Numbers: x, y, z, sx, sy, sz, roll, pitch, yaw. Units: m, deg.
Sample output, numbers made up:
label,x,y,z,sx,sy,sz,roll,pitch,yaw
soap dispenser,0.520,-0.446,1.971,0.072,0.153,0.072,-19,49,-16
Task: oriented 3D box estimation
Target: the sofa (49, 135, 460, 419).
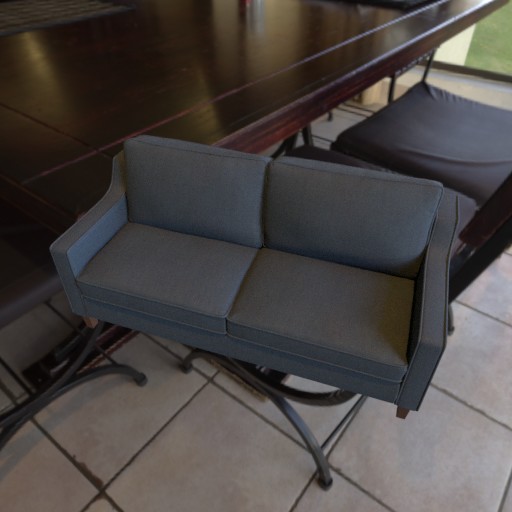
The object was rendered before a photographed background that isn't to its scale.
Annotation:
label,x,y,z,sx,sy,sz,roll,pitch,yaw
sofa,0.000,0.000,2.743,2.178,1.071,1.066,13,42,14
